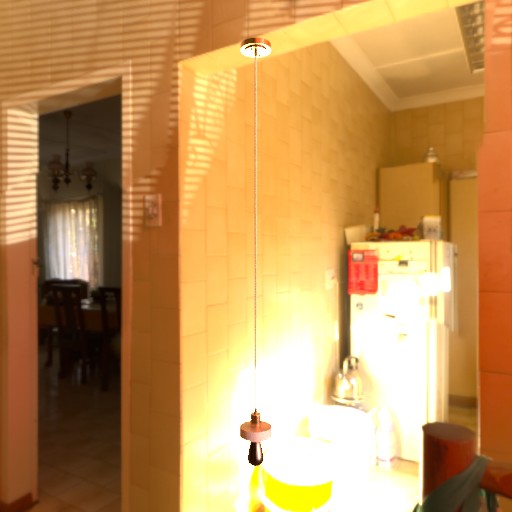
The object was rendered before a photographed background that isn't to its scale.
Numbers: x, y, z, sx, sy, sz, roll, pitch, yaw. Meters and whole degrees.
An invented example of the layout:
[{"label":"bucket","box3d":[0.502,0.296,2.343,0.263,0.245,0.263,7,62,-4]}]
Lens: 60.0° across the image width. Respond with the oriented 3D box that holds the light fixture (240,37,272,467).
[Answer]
[{"label":"light fixture","box3d":[0.000,0.000,1.758,0.129,1.669,0.129,0,0,0]}]
